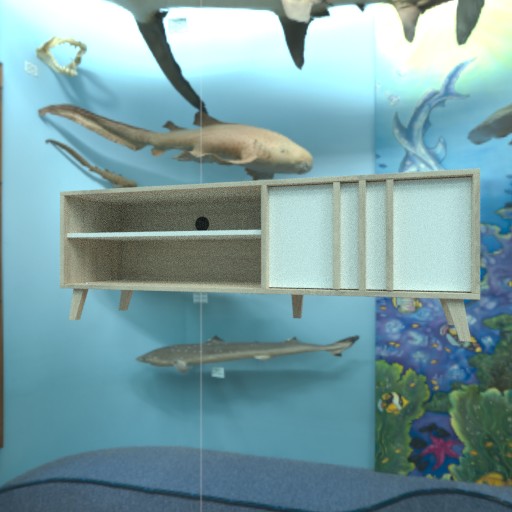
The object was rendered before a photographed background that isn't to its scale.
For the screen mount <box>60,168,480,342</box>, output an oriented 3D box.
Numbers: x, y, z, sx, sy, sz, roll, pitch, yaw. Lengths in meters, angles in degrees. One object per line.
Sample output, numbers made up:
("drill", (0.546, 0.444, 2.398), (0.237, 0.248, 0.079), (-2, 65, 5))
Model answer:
("screen mount", (0.000, 0.000, 1.710), (1.500, 0.510, 0.400), (0, 0, 18))
